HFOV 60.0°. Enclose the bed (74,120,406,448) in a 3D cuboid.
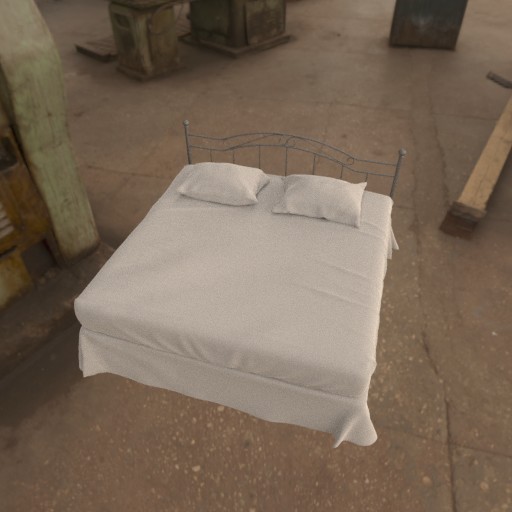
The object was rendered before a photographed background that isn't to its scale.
[{"bbox_3d":[0.000,0.000,3.524,2.309,1.080,2.220,11,43,12],"label":"bed"}]
